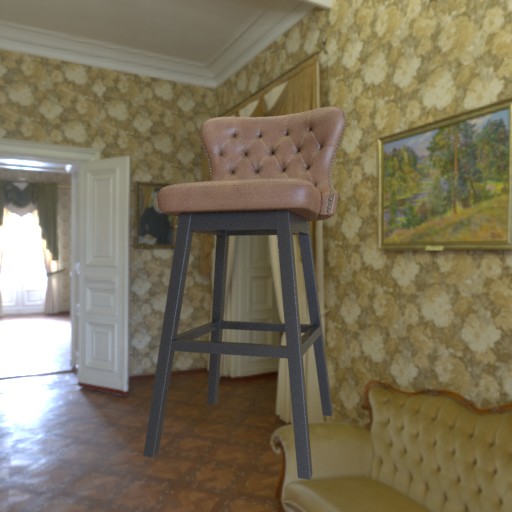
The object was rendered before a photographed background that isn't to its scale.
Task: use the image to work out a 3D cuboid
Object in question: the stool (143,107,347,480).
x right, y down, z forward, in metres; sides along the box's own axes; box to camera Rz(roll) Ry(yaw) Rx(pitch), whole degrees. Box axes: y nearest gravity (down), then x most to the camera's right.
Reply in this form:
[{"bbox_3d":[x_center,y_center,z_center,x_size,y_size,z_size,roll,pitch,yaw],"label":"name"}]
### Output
[{"bbox_3d":[0.000,0.000,1.388,0.528,1.050,0.601,0,0,16],"label":"stool"}]
